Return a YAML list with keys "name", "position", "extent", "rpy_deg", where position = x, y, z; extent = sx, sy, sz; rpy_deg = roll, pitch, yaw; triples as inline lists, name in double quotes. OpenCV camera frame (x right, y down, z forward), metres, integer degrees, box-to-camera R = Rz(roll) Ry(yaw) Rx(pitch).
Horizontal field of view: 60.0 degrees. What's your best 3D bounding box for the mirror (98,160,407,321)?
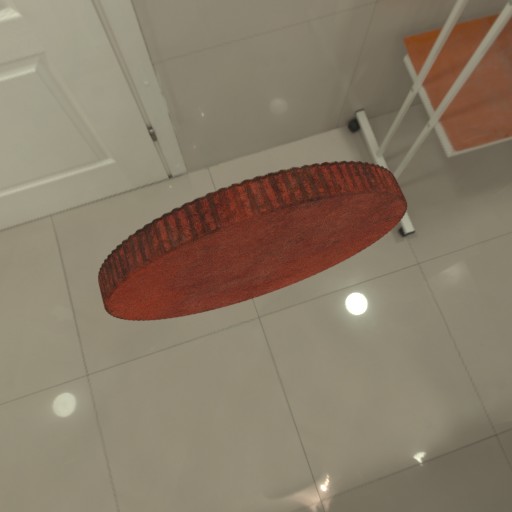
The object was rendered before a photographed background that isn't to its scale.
- name: "mirror"
  position: [0.000, 0.000, 0.899]
  extent: [0.609, 0.609, 0.056]
  rpy_deg: [-18, 75, -5]
